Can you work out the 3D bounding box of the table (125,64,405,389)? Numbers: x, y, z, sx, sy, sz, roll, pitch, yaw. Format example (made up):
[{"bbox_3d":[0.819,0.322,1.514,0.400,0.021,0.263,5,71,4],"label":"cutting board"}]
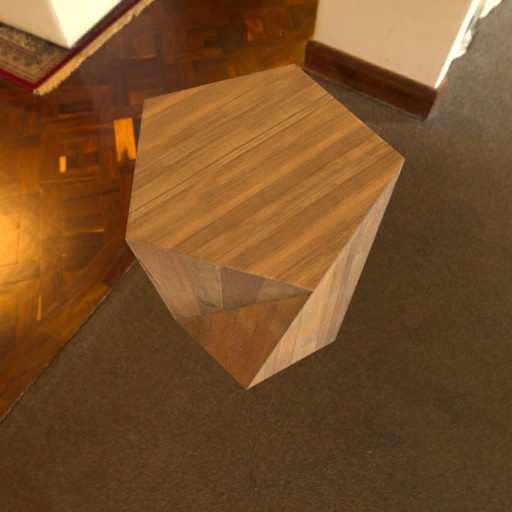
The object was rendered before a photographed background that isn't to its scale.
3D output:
[{"bbox_3d":[0.000,0.000,0.922,0.425,0.604,0.441,-15,63,-8],"label":"table"}]
